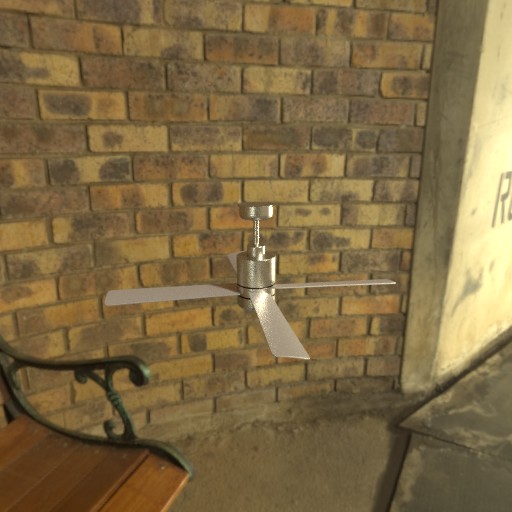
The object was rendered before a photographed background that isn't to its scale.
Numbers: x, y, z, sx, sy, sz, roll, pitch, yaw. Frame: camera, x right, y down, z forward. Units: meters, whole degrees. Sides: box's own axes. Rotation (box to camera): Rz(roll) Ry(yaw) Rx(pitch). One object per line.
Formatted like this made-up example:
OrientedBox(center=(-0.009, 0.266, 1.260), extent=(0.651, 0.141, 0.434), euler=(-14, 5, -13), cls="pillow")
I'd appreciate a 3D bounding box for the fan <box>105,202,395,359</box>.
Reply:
OrientedBox(center=(0.000, 0.000, 2.298), extent=(1.525, 0.539, 1.525), euler=(-2, 15, -9), cls="fan")
